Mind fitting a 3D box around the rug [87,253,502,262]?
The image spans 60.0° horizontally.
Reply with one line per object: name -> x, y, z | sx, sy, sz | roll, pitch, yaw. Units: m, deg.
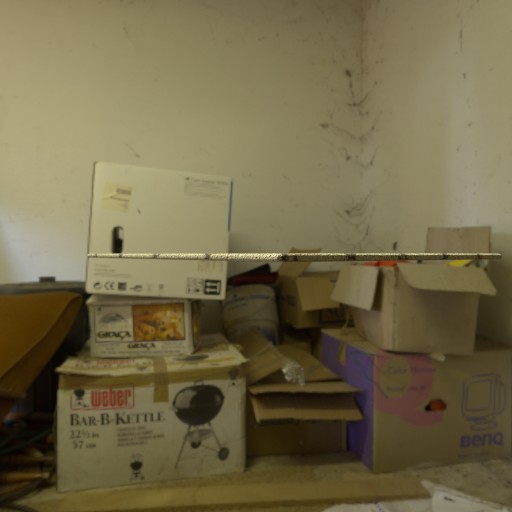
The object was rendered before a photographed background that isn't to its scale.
rug -> 0.000, 0.000, 2.928 | 1.524, 0.030, 2.438 | 0, 0, -36
